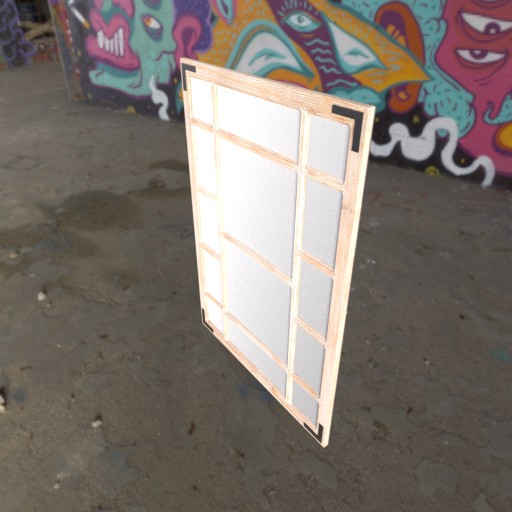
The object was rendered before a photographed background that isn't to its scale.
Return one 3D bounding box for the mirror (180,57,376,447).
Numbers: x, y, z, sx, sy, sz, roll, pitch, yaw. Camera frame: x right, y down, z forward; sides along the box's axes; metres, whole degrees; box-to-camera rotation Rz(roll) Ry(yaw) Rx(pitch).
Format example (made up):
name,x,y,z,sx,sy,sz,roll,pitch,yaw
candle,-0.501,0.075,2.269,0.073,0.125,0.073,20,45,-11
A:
name,x,y,z,sx,sy,sz,roll,pitch,yaw
mirror,0.000,0.000,1.305,0.025,0.996,0.705,-22,38,-30
